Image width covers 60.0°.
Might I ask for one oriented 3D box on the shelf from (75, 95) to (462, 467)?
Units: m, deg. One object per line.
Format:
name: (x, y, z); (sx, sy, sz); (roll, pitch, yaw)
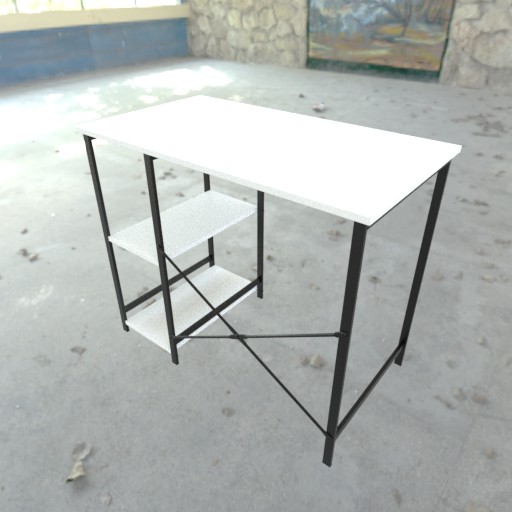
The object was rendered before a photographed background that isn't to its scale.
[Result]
shelf: (0.000, 0.000, 1.364); (0.902, 0.750, 0.498); (23, 39, 32)
